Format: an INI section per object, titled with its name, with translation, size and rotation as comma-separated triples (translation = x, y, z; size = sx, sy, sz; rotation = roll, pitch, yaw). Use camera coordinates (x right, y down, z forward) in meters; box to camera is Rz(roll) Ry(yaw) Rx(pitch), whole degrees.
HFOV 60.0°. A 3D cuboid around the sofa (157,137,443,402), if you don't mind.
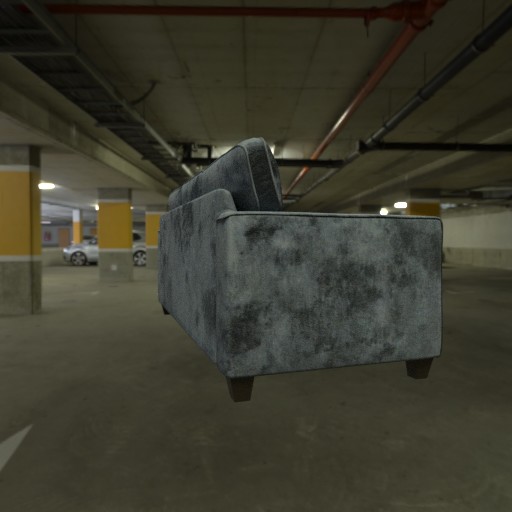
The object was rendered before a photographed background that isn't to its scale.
[sofa]
translation = 0.000, 0.000, 2.646
size = 0.939, 0.965, 2.133
rotation = -1, 2, -19
